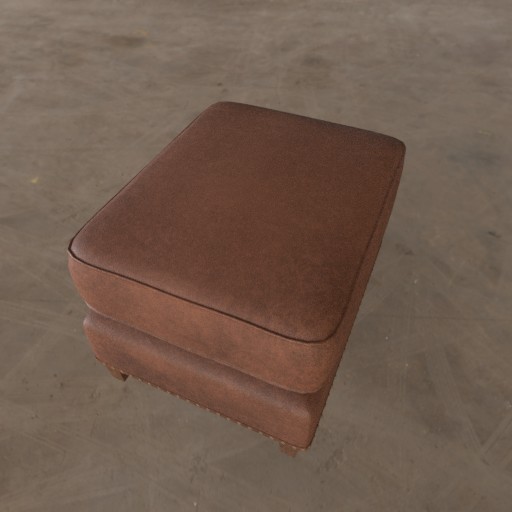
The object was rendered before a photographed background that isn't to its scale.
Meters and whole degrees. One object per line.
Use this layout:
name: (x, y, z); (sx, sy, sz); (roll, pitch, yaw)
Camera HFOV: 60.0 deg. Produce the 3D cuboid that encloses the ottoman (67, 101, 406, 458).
ottoman: (0.000, 0.000, 1.164); (0.589, 0.537, 0.738); (18, 49, 16)
